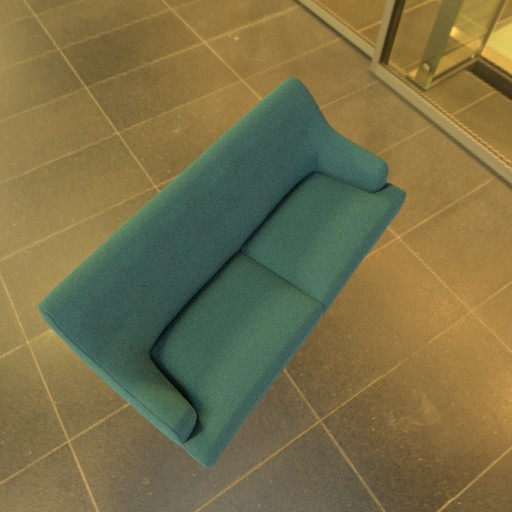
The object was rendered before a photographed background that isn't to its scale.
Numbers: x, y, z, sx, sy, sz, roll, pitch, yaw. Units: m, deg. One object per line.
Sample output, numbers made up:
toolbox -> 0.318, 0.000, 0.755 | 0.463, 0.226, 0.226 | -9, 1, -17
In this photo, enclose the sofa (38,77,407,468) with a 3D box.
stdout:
sofa -> 0.000, 0.000, 2.565 | 0.978, 0.871, 2.057 | 33, 64, 18
